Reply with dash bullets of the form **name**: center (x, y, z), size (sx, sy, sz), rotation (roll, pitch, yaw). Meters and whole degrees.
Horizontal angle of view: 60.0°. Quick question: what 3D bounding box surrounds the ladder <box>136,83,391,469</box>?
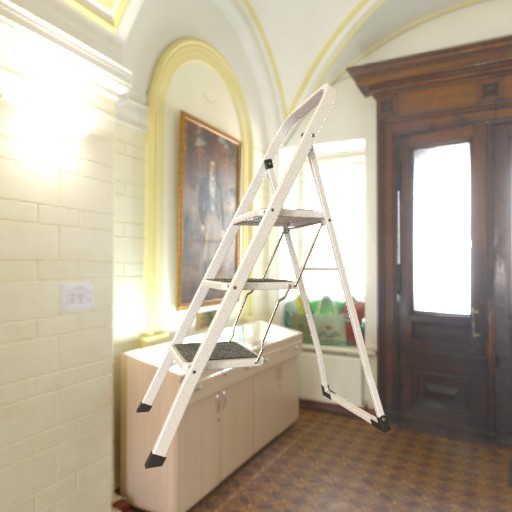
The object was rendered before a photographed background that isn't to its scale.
- **ladder**: center (0.000, 0.000, 1.414), size (0.711, 1.050, 0.460), rotation (0, -2, -18)
